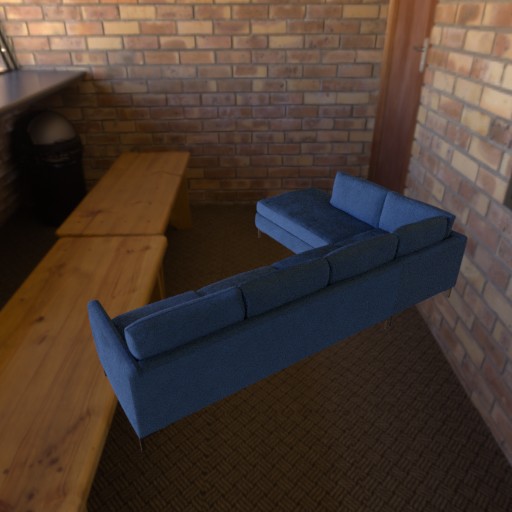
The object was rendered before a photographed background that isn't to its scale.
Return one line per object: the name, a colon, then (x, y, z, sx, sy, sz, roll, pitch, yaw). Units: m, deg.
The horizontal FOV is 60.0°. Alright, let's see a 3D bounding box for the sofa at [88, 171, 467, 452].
sofa: (0.000, 0.000, 3.786, 2.949, 0.815, 2.007, -18, 34, -29)
